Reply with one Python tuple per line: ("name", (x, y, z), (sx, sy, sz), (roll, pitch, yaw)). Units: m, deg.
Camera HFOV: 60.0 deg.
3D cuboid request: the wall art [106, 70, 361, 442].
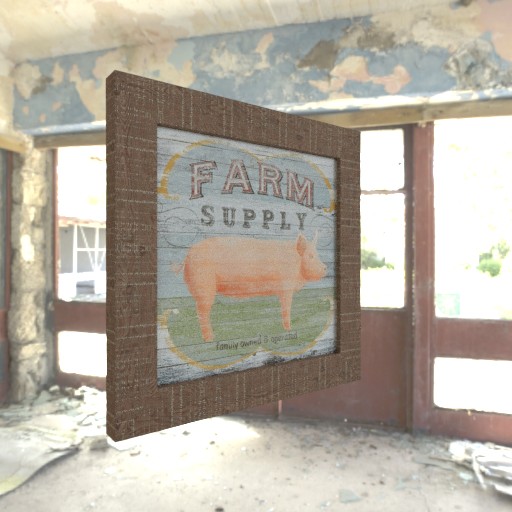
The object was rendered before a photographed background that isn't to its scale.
("wall art", (0.000, 0.000, 0.806), (0.531, 0.531, 0.040), (0, 0, -37))
